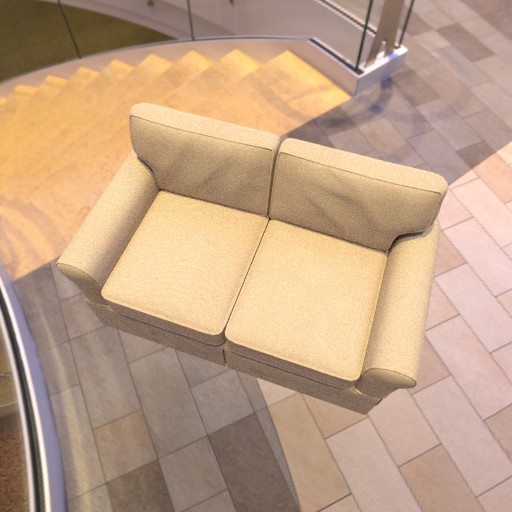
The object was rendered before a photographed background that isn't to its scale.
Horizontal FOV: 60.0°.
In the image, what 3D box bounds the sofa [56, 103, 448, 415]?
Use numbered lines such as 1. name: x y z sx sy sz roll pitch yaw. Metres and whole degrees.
1. sofa: 0.000 0.000 2.317 1.727 0.940 0.991 17 60 10
